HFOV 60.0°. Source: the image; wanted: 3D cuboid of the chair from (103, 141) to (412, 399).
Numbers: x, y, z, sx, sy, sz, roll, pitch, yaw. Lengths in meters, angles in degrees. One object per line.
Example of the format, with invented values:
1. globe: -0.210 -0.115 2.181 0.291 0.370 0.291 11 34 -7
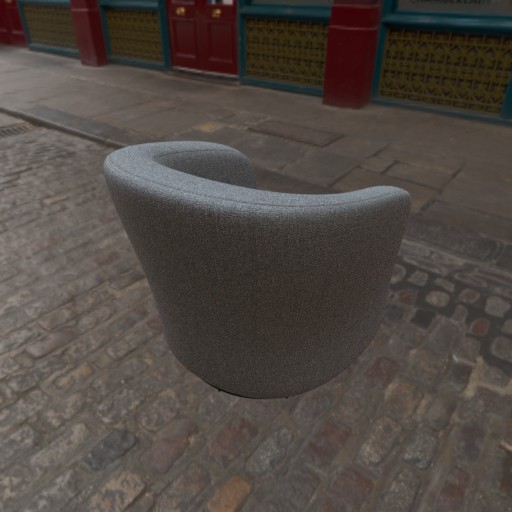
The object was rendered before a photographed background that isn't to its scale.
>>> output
1. chair: 0.000 0.000 1.449 0.791 0.771 0.815 22 37 31
